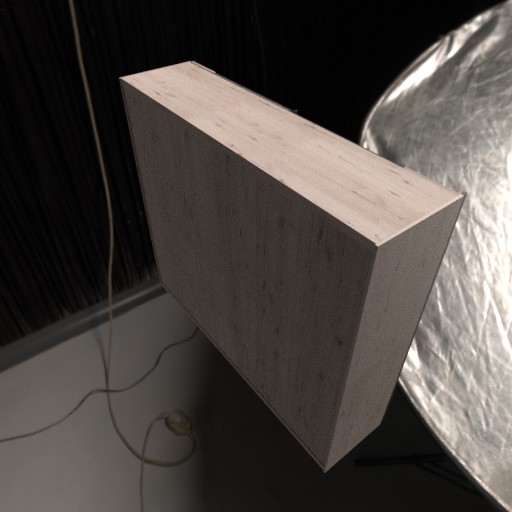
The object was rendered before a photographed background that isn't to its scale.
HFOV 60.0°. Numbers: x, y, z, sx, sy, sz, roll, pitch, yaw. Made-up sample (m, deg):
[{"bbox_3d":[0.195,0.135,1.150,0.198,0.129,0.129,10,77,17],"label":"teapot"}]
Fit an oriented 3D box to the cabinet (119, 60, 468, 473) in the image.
[{"bbox_3d":[0.000,0.000,3.453,0.660,2.180,2.500,-27,48,-28],"label":"cabinet"}]
